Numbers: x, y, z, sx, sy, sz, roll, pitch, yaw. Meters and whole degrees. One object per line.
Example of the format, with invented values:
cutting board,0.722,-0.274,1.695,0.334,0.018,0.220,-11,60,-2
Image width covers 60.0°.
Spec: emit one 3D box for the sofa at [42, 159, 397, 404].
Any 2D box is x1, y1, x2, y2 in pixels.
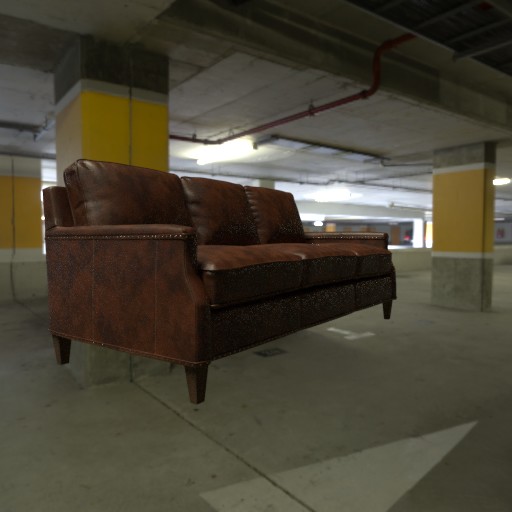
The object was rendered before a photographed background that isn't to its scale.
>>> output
sofa,0.000,0.000,2.764,1.084,1.003,2.240,2,3,35
